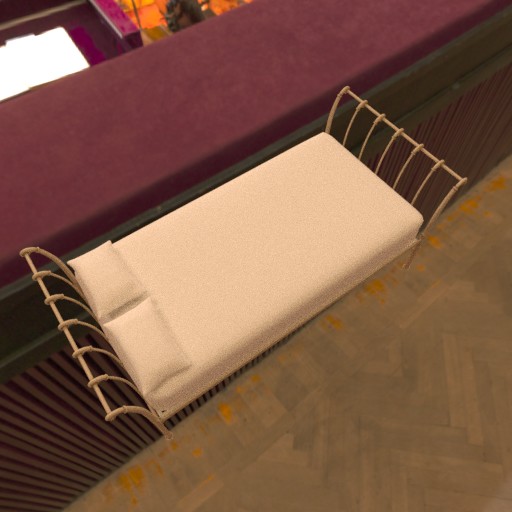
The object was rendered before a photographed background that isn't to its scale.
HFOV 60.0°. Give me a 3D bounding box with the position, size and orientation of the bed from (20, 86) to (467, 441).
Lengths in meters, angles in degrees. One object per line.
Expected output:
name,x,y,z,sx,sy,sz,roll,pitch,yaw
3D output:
bed,0.000,0.000,2.722,2.228,0.873,1.032,-31,63,-18
